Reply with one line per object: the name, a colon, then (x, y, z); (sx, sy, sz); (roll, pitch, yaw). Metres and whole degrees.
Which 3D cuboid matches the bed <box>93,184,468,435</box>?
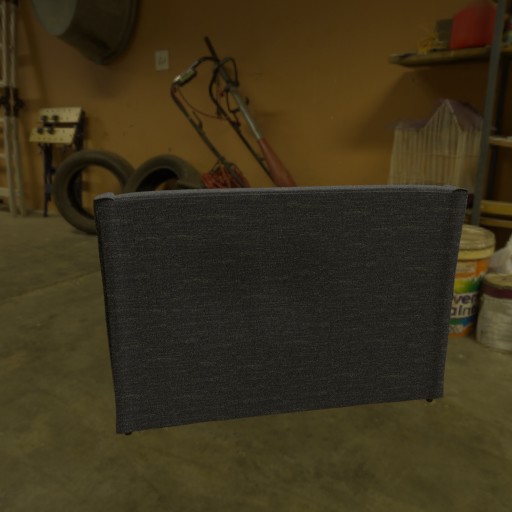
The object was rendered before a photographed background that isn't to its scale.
bed: (0.000, 0.000, 3.419); (1.925, 1.332, 2.276); (-3, 16, -9)
